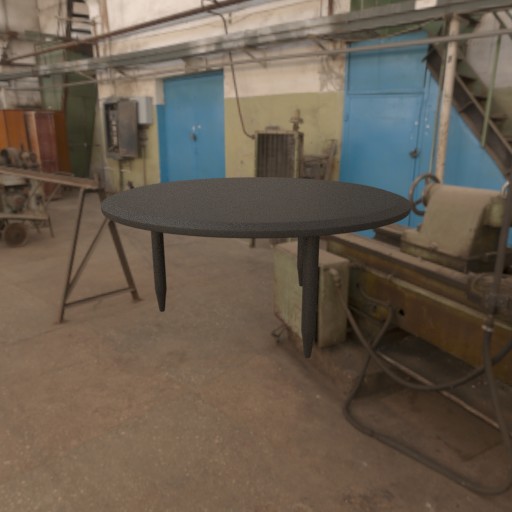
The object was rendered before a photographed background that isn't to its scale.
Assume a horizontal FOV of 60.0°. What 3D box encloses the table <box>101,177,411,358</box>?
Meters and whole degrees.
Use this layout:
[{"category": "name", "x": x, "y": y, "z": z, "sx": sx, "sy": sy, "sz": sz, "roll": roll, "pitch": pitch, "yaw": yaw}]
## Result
[{"category": "table", "x": 0.000, "y": 0.000, "z": 1.410, "sx": 0.900, "sy": 0.400, "sz": 0.900, "roll": 0, "pitch": 17, "yaw": 0}]
